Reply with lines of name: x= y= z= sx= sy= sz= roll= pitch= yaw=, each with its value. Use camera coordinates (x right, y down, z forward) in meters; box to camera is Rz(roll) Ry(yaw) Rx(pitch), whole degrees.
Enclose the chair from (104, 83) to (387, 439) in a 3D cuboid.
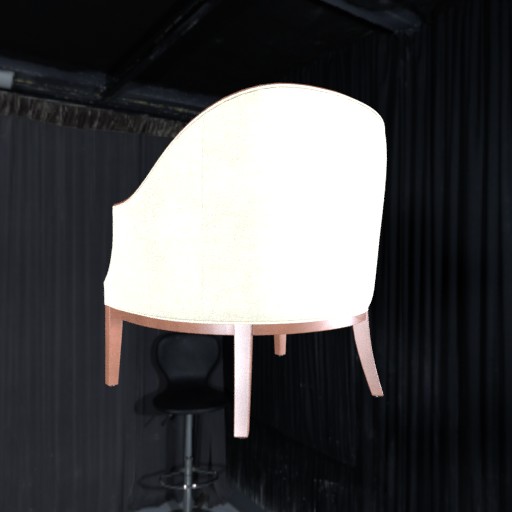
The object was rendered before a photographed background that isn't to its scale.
chair: x=0.000 y=0.000 z=1.459 sx=0.803 sy=0.876 sz=0.735 roll=0 pitch=0 yaw=-37
